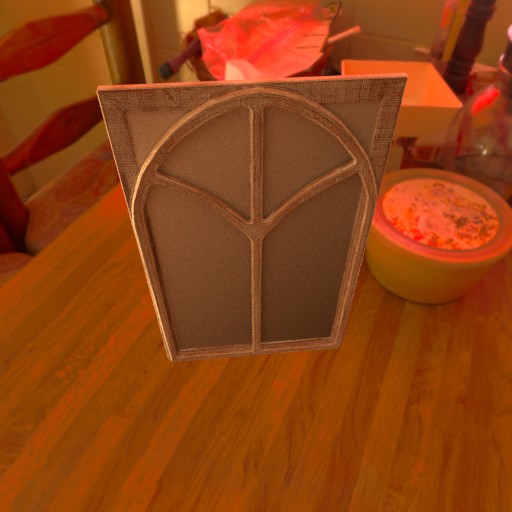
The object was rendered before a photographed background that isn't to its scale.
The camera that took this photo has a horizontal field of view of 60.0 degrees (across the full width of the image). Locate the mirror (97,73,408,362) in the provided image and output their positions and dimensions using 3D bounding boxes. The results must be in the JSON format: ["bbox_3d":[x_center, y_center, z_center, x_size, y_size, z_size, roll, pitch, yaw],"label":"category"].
[{"bbox_3d":[0.000,0.000,0.982,0.495,0.787,0.058,-4,46,-4],"label":"mirror"}]
